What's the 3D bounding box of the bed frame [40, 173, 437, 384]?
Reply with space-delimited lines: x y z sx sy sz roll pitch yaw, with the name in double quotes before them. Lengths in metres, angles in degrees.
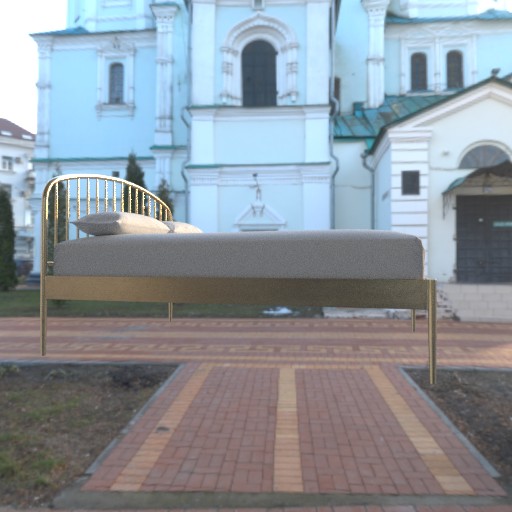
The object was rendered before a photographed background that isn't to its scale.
"bed frame" 0.000 0.000 3.045 2.152 1.175 1.612 0 -1 17
